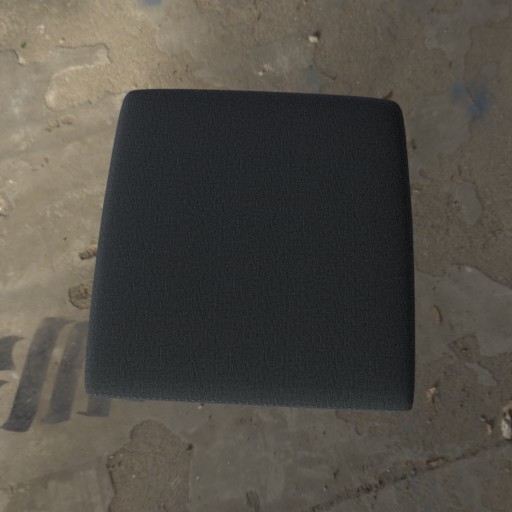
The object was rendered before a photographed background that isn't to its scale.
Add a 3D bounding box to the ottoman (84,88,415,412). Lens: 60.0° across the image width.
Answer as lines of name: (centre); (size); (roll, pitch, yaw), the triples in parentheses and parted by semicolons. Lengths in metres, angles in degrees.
ottoman: (0.000, 0.000, 1.044); (0.649, 0.398, 0.650); (3, 76, 1)
